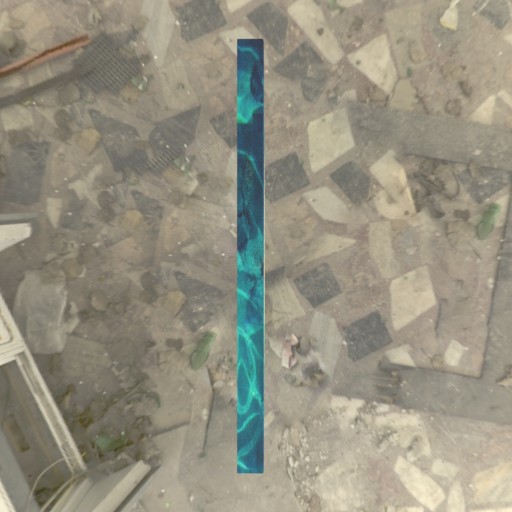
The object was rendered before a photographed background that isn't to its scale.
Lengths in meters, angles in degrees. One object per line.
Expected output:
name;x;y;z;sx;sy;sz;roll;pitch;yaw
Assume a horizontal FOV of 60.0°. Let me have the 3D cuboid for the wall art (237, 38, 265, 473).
wall art;0.000;0.000;1.001;0.038;0.760;0.609;0;90;1
